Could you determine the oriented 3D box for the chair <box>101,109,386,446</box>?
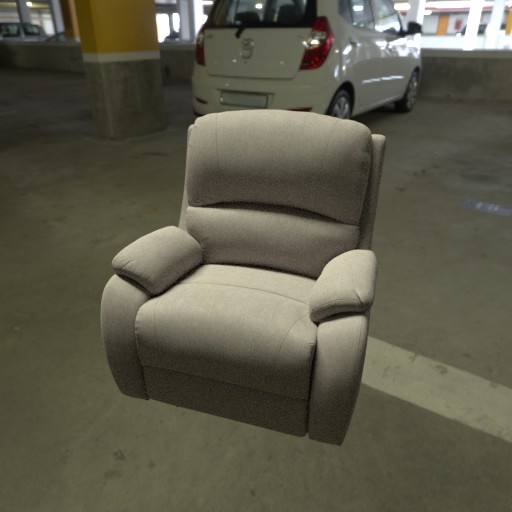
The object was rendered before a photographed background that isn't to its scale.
[{"bbox_3d":[0.000,0.000,1.744,0.930,1.011,0.899,8,28,15],"label":"chair"}]
